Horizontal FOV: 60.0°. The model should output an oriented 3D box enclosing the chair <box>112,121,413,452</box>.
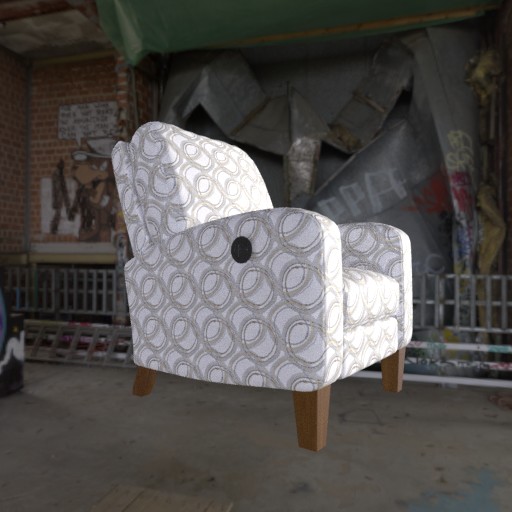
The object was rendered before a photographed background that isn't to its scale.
[{"bbox_3d":[0.000,0.000,1.752,0.995,1.065,0.796,0,-1,36],"label":"chair"}]
